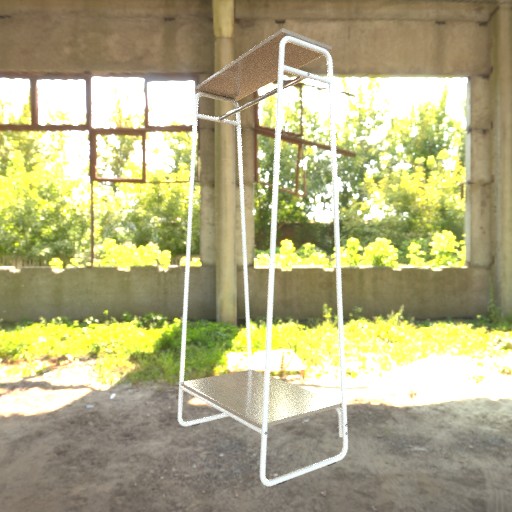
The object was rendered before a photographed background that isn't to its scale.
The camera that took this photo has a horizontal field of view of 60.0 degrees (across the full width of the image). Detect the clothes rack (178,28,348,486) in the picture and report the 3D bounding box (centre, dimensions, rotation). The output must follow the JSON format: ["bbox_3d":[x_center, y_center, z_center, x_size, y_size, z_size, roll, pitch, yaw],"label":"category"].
[{"bbox_3d":[0.000,0.000,1.797,0.400,1.512,0.640,0,0,-35],"label":"clothes rack"}]
